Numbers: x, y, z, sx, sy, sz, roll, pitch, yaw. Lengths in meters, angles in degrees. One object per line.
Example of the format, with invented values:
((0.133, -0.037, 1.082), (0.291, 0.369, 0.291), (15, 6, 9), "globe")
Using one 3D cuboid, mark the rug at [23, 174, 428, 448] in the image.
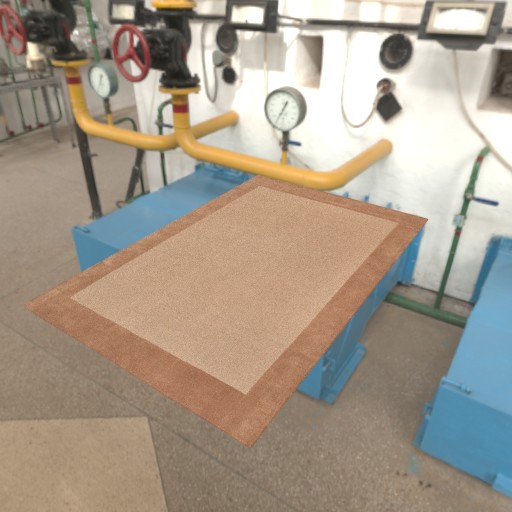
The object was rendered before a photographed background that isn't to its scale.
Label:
((0.000, 0.000, 2.276), (1.219, 0.014, 1.829), (20, 37, 29), "rug")
